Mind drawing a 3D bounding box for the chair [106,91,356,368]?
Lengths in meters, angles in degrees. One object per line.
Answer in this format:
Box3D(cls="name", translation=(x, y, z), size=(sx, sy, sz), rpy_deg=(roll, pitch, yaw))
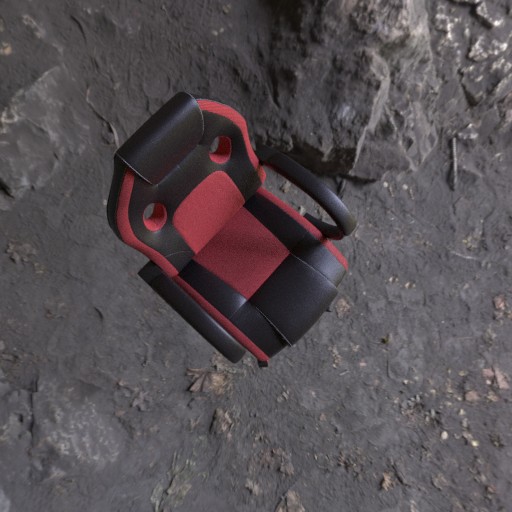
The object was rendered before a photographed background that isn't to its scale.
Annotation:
Box3D(cls="chair", translation=(0.000, 0.000, 1.713), size=(0.783, 1.189, 0.750), rpy_deg=(41, 80, 9))
